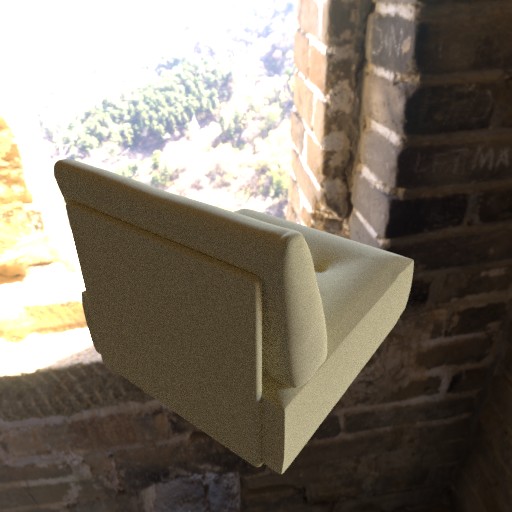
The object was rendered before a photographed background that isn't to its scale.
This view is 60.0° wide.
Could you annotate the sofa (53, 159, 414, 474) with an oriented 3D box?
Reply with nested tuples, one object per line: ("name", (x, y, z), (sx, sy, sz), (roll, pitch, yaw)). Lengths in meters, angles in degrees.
("sofa", (0.000, 0.000, 1.685), (0.930, 0.820, 1.000), (21, 36, 31))
